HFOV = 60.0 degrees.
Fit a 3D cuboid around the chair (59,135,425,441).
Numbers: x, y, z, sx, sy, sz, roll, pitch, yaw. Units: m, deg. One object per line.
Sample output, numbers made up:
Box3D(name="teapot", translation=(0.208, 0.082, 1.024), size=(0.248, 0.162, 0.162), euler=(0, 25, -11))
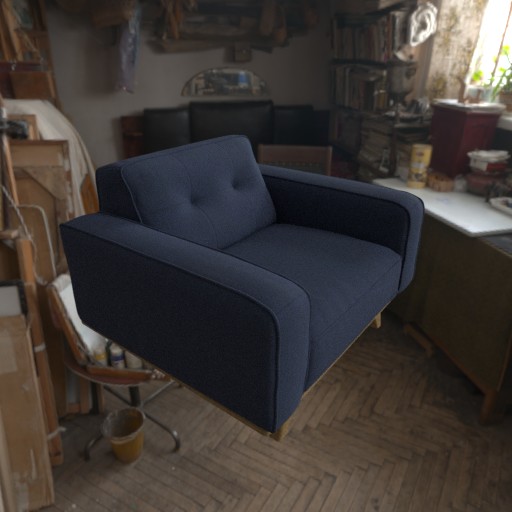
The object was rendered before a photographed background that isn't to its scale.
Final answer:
Box3D(name="chair", translation=(0.000, 0.000, 1.758), size=(0.953, 0.783, 1.118), euler=(18, 31, 33))
